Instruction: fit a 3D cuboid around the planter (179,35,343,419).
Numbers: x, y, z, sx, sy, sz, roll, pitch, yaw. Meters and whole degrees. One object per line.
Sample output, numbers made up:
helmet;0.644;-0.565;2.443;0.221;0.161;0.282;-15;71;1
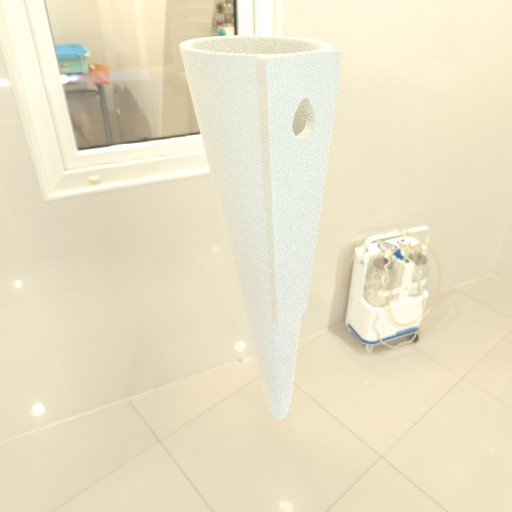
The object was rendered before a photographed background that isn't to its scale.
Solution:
planter;0.000;0.000;0.222;0.057;0.193;0.064;-19;37;-28
